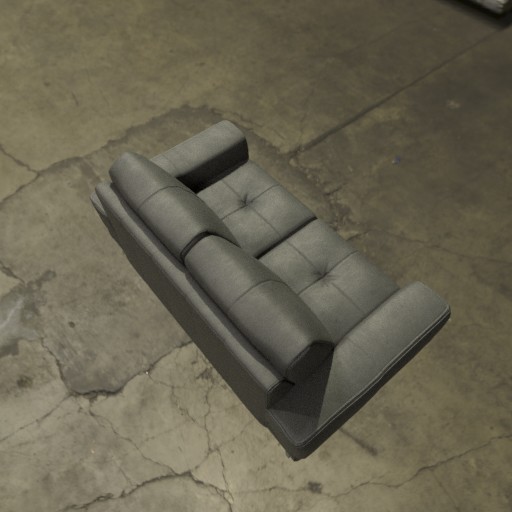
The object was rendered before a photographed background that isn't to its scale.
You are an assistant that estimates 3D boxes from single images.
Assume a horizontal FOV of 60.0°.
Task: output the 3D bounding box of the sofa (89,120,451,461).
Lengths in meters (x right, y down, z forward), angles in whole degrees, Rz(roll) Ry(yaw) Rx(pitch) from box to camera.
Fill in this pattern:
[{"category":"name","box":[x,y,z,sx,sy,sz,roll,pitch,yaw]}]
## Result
[{"category":"sofa","box":[0.000,0.000,2.372,1.018,0.907,1.806,-35,63,-21]}]
